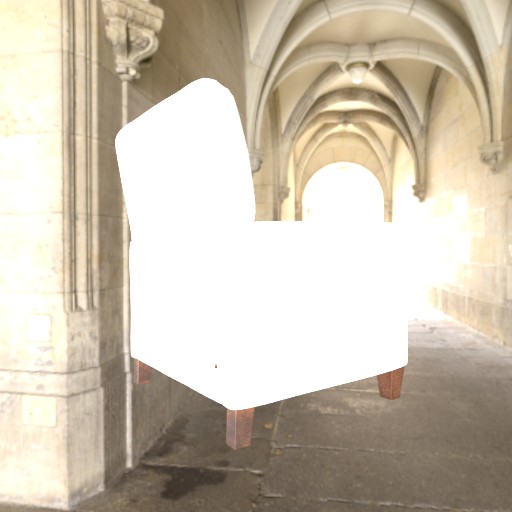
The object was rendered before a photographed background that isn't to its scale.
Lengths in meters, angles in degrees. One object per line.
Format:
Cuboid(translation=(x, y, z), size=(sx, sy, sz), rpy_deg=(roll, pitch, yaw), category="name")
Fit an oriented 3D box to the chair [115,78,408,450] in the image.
Cuboid(translation=(0.000, 0.000, 1.681), size=(0.858, 1.028, 0.841), rpy_deg=(-1, 1, -36), category="chair")
